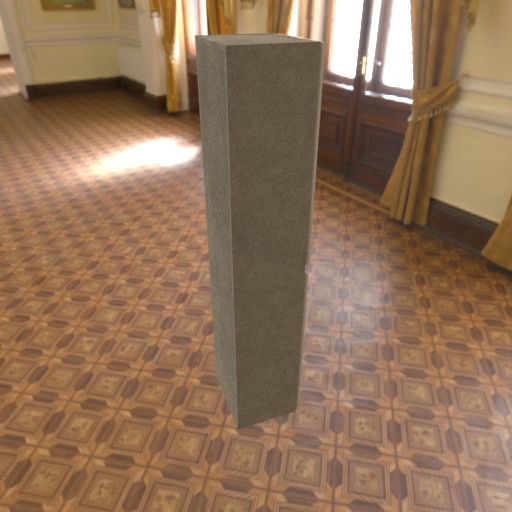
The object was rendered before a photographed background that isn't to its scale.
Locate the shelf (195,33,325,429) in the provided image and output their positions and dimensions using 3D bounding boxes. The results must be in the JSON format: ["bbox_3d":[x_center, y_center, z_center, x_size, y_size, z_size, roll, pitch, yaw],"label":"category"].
[{"bbox_3d":[0.000,0.000,1.582,0.270,1.400,0.300,-11,33,-18],"label":"shelf"}]
